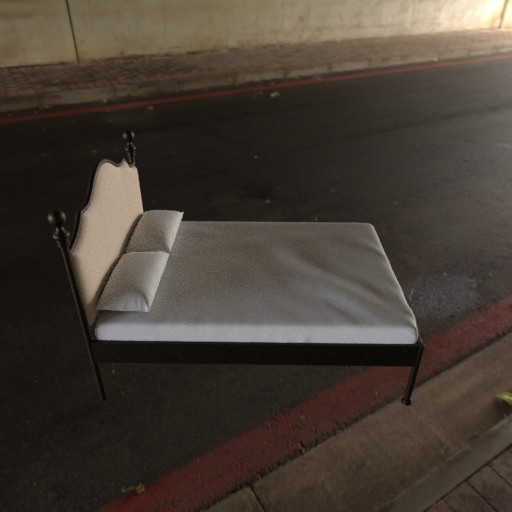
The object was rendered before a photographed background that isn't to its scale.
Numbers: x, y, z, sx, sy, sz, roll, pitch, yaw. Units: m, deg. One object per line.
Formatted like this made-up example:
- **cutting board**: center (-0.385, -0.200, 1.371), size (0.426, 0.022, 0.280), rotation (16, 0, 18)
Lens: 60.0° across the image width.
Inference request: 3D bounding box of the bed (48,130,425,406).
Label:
- **bed**: center (0.000, 0.000, 3.301), size (2.170, 1.462, 1.533), rotation (1, 32, 1)
